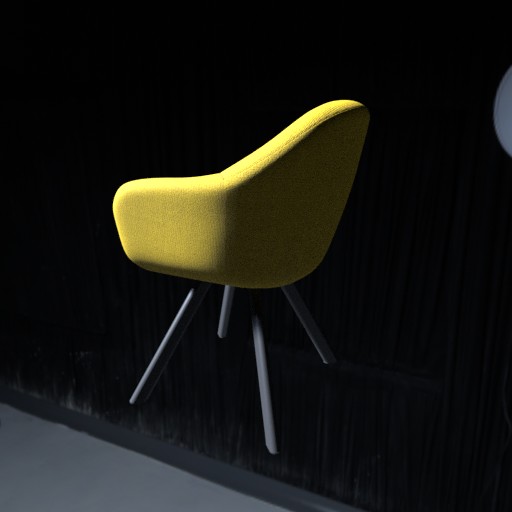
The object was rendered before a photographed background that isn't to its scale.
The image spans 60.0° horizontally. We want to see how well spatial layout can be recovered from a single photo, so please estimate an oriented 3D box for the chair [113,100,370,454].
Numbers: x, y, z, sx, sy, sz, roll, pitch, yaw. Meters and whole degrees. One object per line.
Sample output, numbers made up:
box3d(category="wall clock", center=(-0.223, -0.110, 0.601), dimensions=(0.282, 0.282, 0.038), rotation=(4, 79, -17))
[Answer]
box3d(category="chair", center=(0.000, 0.000, 1.214), dimensions=(0.550, 0.795, 0.590), rotation=(8, 19, 26))
